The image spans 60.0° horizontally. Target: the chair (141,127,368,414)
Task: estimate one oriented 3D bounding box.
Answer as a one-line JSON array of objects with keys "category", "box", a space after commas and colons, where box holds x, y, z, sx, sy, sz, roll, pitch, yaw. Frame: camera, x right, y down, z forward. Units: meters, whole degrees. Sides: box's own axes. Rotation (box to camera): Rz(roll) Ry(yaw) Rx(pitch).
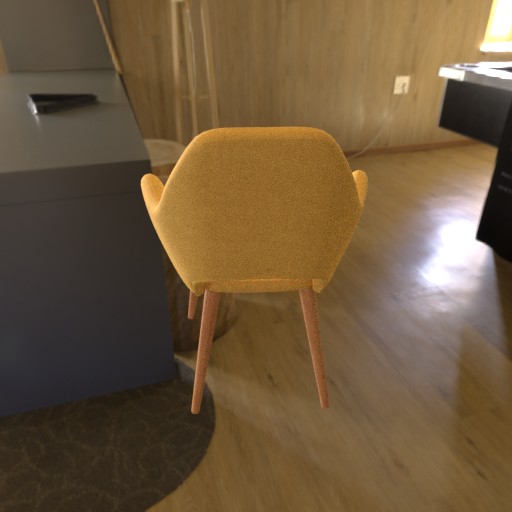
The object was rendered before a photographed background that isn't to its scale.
[{"category": "chair", "box": [0.000, 0.000, 1.226, 0.590, 0.840, 0.610, -1, 30, -2]}]
